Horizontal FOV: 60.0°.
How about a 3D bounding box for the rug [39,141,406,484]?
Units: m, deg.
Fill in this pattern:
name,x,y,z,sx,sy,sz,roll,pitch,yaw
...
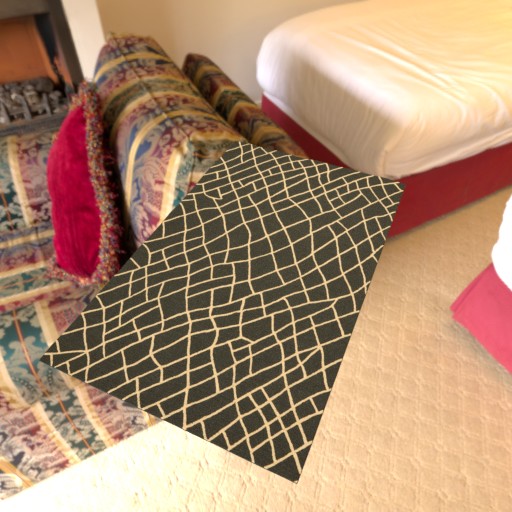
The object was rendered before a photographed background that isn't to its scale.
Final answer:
name,x,y,z,sx,sy,sz,roll,pitch,yaw
rug,0.000,0.000,2.998,1.529,0.017,2.448,18,49,17
